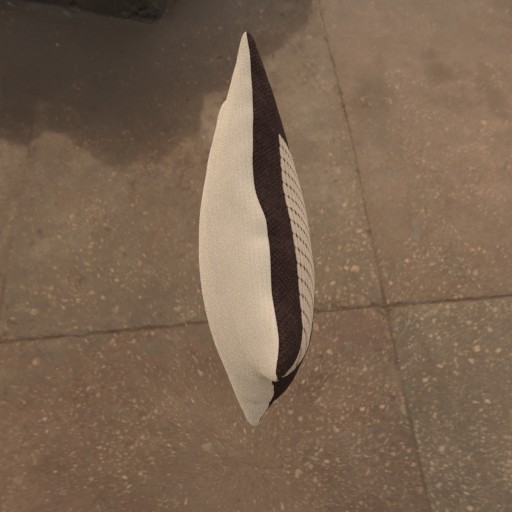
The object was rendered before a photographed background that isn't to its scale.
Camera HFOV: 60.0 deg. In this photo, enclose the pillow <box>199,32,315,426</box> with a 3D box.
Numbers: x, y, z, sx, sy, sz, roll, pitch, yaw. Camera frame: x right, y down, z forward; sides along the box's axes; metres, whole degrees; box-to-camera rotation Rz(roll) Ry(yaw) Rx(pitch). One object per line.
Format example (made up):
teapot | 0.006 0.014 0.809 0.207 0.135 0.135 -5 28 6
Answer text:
pillow | 0.000 0.000 0.712 0.178 0.473 0.475 -3 64 -1
